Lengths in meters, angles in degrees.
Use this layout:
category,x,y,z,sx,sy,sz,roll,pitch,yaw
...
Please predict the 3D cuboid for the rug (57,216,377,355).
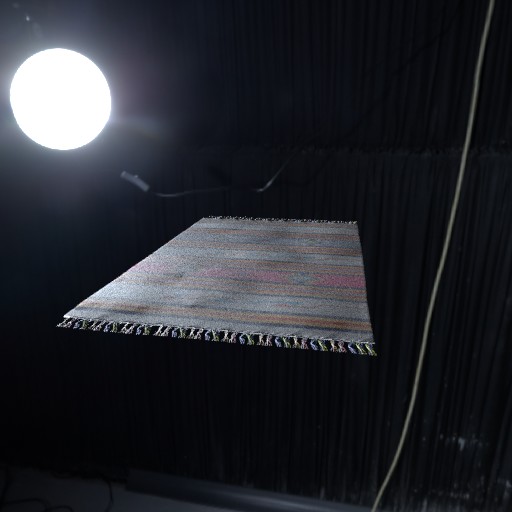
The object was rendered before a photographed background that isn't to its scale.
category,x,y,z,sx,sy,sz,roll,pitch,yaw
rug,0.000,0.000,2.276,1.084,0.013,1.849,3,17,10
